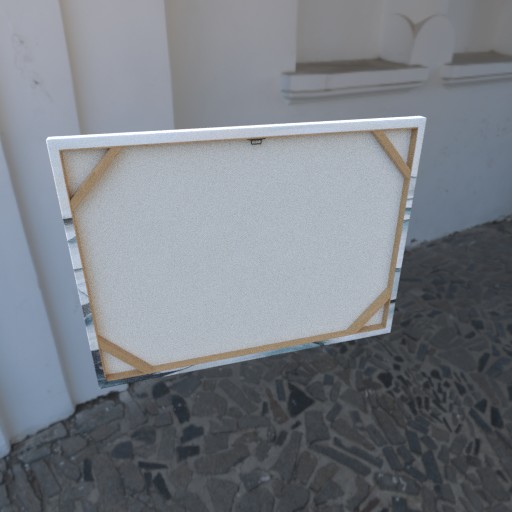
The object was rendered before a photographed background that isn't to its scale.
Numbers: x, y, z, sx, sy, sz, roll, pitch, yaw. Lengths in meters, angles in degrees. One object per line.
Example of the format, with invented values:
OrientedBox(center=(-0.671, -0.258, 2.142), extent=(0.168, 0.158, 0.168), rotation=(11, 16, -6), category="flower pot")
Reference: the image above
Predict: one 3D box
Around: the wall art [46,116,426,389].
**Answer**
OrientedBox(center=(0.000, 0.000, 1.599), extent=(1.219, 0.915, 0.039), rotation=(-8, 28, -15), category="wall art")
